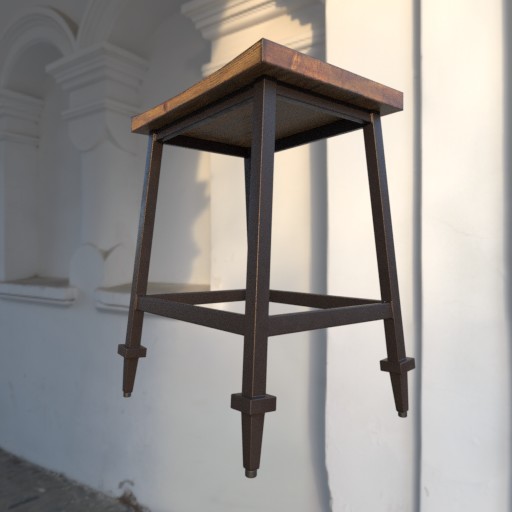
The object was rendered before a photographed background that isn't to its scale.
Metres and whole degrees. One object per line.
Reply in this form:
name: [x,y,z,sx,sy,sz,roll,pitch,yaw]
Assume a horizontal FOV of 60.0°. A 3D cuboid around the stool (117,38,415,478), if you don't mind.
stool: [0.000,0.000,0.923,0.405,0.625,0.486,0,0,-38]
